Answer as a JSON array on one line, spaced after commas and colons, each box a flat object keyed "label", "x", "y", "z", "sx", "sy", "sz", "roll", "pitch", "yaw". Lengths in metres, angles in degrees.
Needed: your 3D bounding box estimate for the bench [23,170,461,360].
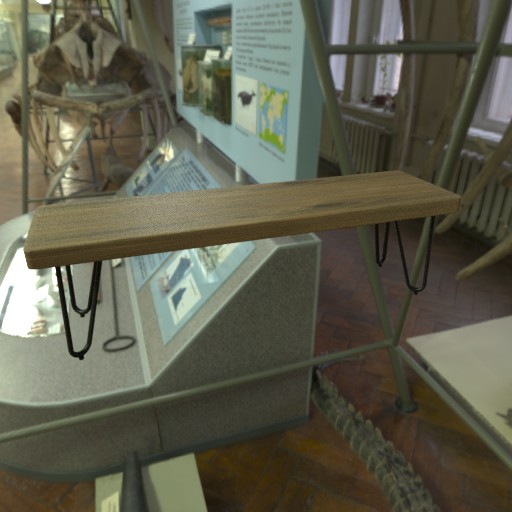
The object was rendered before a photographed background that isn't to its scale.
[{"label": "bench", "x": 0.000, "y": 0.000, "z": 1.783, "sx": 1.570, "sy": 0.462, "sz": 0.425, "roll": -8, "pitch": 27, "yaw": -17}]
